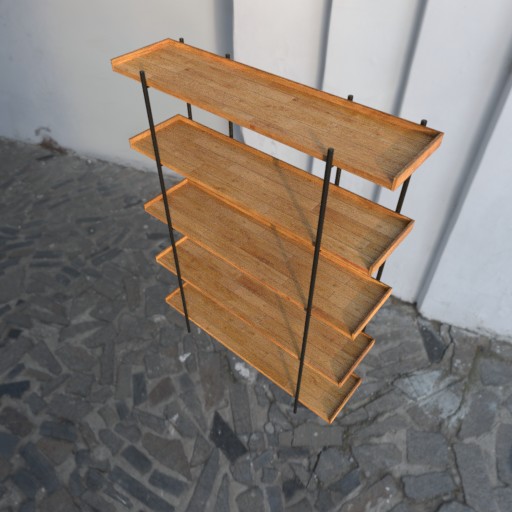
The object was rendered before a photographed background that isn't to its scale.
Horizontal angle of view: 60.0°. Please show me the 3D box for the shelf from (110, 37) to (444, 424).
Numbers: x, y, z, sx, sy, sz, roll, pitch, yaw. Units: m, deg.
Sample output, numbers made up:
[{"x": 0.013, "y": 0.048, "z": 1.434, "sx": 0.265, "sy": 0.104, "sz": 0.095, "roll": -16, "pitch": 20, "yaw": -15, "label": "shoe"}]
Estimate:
[{"x": 0.000, "y": 0.000, "z": 2.348, "sx": 1.371, "sy": 1.826, "sz": 0.379, "roll": 31, "pitch": 53, "yaw": 27, "label": "shelf"}]
